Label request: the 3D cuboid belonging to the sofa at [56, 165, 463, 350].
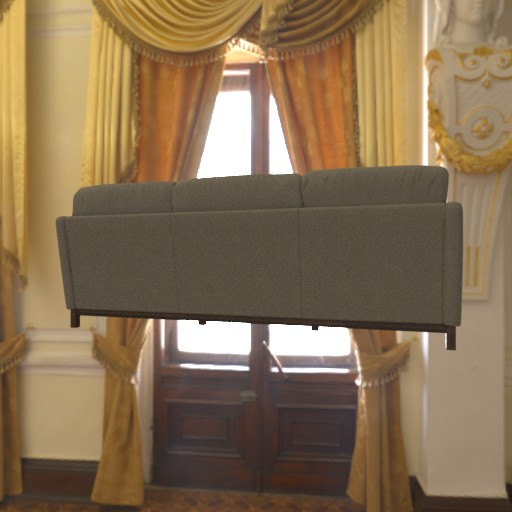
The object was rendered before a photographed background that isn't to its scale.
[{"bbox_3d":[0.000,0.000,2.857,2.344,0.926,0.987,0,0,18],"label":"sofa"}]
